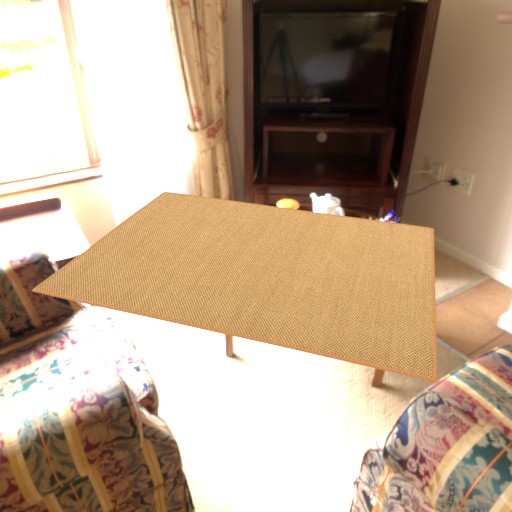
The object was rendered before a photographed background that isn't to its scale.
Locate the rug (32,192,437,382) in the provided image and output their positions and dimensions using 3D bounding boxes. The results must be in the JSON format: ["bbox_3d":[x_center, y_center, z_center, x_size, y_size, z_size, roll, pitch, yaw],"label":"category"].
[{"bbox_3d":[0.000,0.000,2.793,2.134,0.013,1.524,10,32,16],"label":"rug"}]
